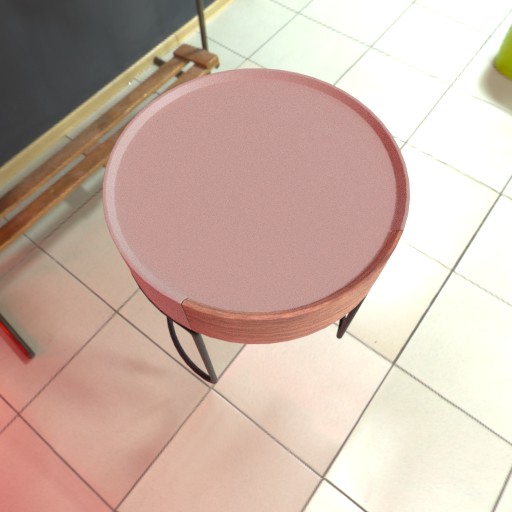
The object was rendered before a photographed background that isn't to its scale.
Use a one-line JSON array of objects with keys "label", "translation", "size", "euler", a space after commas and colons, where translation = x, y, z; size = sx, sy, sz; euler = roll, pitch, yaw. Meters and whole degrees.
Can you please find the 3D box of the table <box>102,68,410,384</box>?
[{"label": "table", "translation": [0.000, 0.000, 0.886], "size": [0.450, 0.530, 0.450], "euler": [0, 63, 0]}]
